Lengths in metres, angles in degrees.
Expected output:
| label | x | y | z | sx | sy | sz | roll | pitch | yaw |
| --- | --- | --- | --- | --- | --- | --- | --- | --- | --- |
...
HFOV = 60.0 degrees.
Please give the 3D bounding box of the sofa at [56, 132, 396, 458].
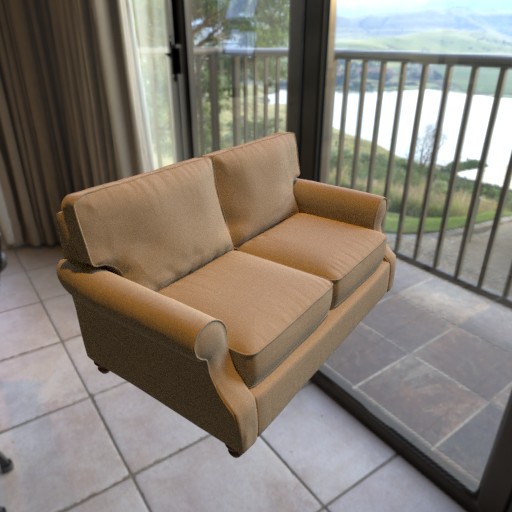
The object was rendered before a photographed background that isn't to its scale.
| label | x | y | z | sx | sy | sz | roll | pitch | yaw |
| --- | --- | --- | --- | --- | --- | --- | --- | --- | --- |
| sofa | 0.000 | 0.000 | 2.210 | 0.964 | 0.937 | 1.665 | 18 | 32 | 32 |
